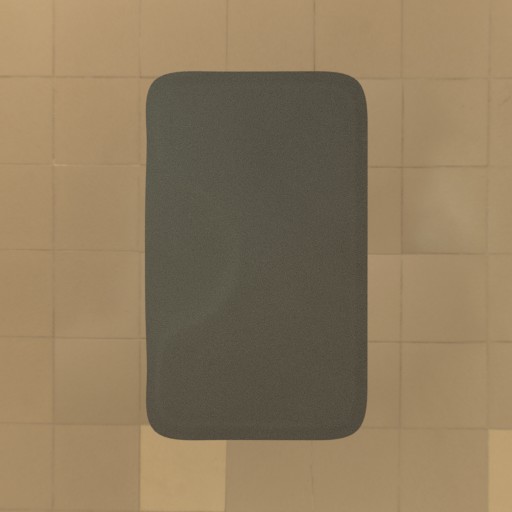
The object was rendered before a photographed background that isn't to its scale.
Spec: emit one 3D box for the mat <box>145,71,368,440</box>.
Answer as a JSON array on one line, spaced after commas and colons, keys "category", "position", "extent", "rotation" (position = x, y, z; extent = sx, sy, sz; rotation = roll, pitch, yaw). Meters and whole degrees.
[{"category": "mat", "position": [0.000, 0.000, 1.825], "extent": [0.918, 0.013, 1.524], "rotation": [0, 90, 1]}]
